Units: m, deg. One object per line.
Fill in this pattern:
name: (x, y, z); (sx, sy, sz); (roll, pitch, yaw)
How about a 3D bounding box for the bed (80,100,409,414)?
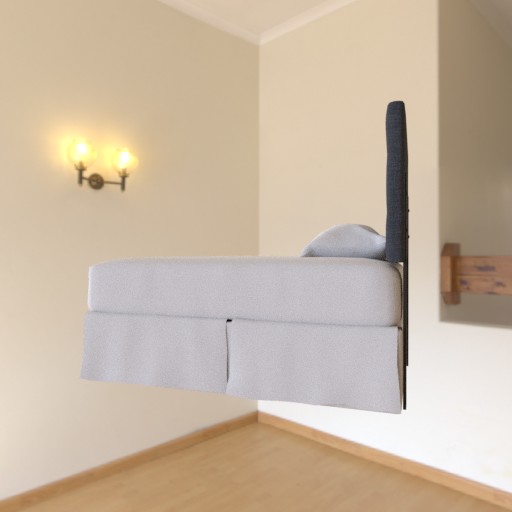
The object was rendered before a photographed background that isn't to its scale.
bed: (0.000, 0.000, 3.066); (1.997, 1.571, 1.261); (0, 0, 20)
